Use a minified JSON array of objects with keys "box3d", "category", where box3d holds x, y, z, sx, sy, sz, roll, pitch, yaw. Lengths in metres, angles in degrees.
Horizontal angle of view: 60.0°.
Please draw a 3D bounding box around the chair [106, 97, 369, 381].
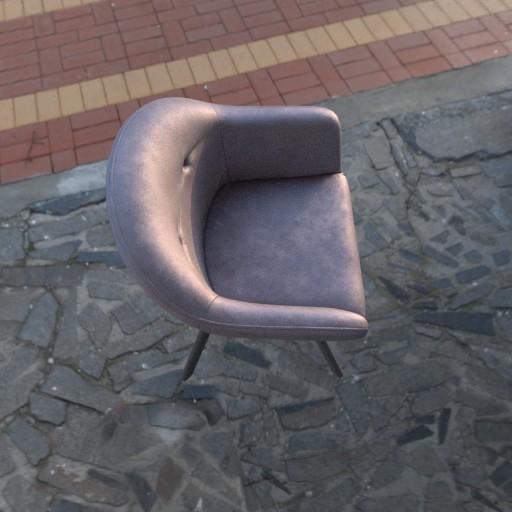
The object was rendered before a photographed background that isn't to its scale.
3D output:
[{"box3d":[0.000,0.000,1.150,0.544,0.781,0.567,-1,64,-1],"category":"chair"}]
